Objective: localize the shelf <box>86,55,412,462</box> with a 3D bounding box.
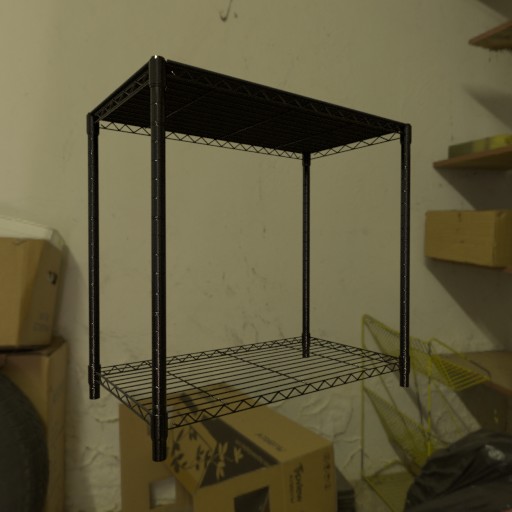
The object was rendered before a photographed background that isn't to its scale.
[{"bbox_3d":[0.000,0.000,0.915,0.589,0.564,0.338,-1,1,-36],"label":"shelf"}]
